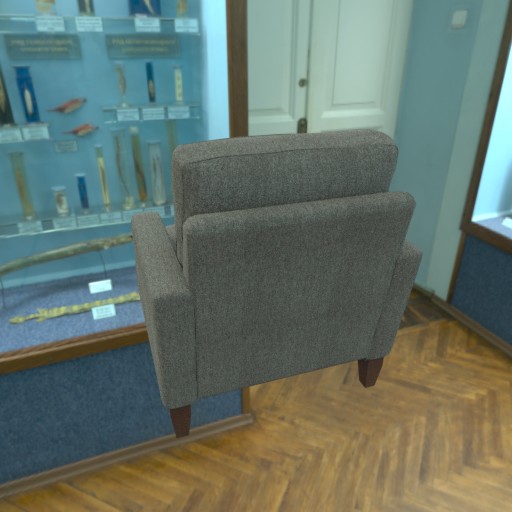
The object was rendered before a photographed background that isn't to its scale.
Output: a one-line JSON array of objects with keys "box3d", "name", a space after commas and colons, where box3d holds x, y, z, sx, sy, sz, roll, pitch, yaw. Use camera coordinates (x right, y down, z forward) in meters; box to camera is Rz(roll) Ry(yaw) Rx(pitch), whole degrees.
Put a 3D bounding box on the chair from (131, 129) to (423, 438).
[{"box3d": [0.000, 0.000, 1.675, 0.855, 0.993, 0.897, -9, 27, -17], "name": "chair"}]
